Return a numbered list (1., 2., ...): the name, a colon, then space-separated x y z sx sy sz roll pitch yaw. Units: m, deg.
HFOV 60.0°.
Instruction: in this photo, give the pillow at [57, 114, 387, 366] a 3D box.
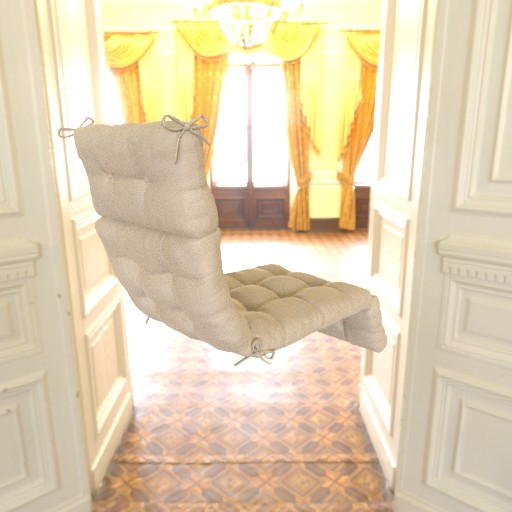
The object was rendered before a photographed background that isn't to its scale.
1. pillow: 0.000 0.000 1.462 0.526 0.863 1.016 14 20 42
